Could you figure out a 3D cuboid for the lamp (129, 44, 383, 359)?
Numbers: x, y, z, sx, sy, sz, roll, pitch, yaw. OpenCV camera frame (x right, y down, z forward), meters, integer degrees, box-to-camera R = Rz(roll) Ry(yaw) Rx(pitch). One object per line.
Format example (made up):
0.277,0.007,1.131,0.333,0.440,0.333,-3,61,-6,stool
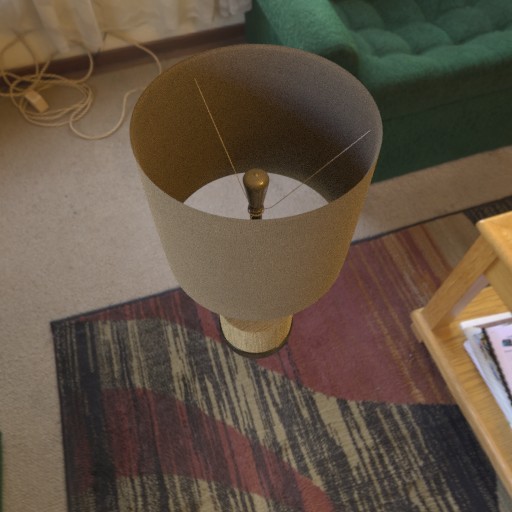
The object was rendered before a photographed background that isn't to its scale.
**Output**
0.000,0.000,0.600,0.229,0.470,0.229,-32,63,-18,lamp
